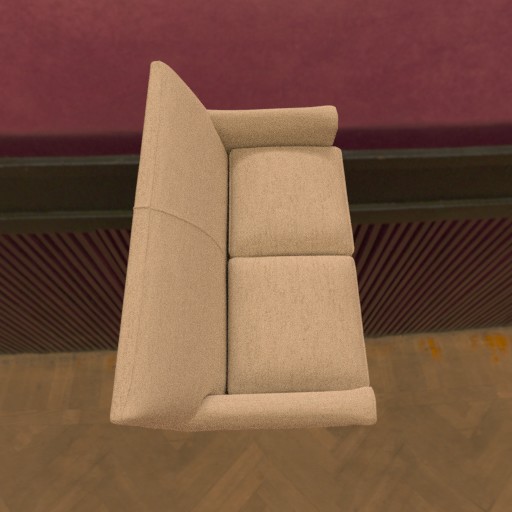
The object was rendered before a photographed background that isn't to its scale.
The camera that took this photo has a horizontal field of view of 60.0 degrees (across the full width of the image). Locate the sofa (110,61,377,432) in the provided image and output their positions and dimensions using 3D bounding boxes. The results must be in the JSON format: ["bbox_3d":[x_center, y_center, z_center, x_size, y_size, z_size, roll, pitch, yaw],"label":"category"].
[{"bbox_3d":[0.000,0.000,1.998,0.891,0.892,1.482,-1,64,-1],"label":"sofa"}]
